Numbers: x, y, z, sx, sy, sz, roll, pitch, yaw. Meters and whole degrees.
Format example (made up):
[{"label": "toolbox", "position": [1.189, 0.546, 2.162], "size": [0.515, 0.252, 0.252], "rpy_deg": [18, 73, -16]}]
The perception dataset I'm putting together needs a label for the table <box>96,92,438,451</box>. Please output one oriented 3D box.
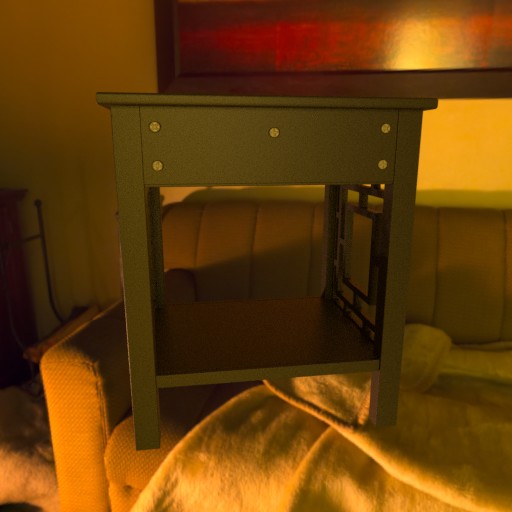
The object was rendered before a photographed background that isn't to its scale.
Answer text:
[{"label": "table", "position": [0.000, 0.000, 1.010], "size": [0.564, 0.646, 0.451], "rpy_deg": [-2, 14, -8]}]
